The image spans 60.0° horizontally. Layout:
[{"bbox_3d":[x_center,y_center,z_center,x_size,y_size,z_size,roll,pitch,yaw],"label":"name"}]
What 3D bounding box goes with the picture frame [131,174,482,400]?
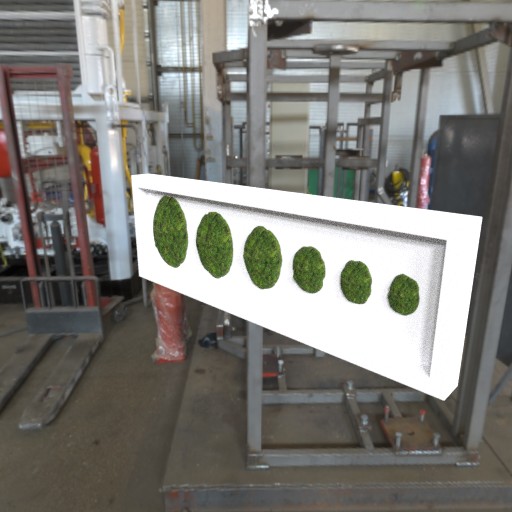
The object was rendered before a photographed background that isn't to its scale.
[{"bbox_3d":[0.000,0.000,0.841,0.759,0.250,0.050,15,22,41],"label":"picture frame"}]
